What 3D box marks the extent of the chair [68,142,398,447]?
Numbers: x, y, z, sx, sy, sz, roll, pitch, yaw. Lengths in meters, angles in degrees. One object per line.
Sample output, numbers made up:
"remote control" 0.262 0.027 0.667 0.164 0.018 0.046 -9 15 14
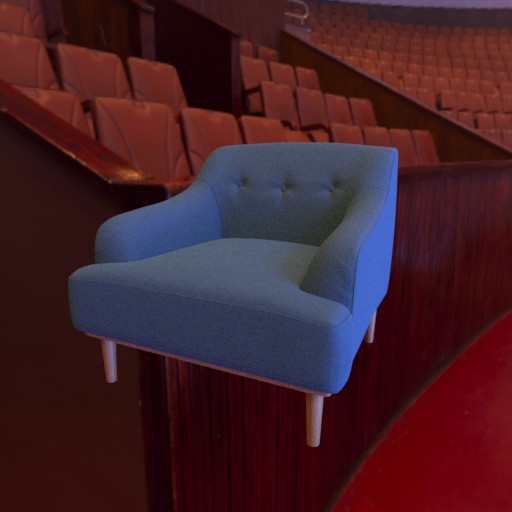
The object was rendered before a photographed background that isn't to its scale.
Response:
"chair" 0.000 0.000 1.633 0.946 0.818 0.951 7 15 26
